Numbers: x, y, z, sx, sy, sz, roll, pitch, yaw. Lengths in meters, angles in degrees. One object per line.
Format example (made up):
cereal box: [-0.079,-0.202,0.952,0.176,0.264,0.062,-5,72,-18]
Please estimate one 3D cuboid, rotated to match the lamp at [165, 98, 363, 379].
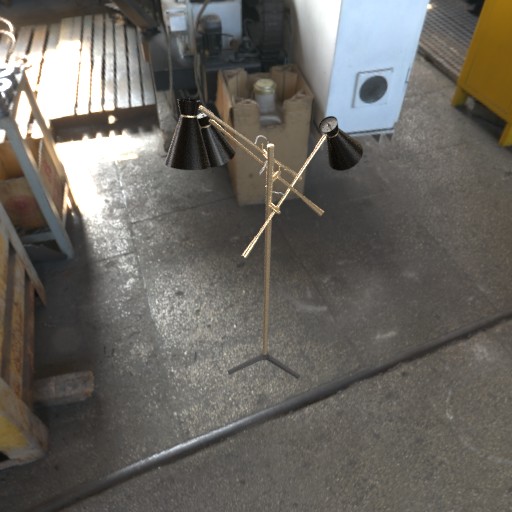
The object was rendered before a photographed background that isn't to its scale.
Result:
lamp: [0.000,0.000,2.181,0.653,1.804,0.750,26,53,22]
